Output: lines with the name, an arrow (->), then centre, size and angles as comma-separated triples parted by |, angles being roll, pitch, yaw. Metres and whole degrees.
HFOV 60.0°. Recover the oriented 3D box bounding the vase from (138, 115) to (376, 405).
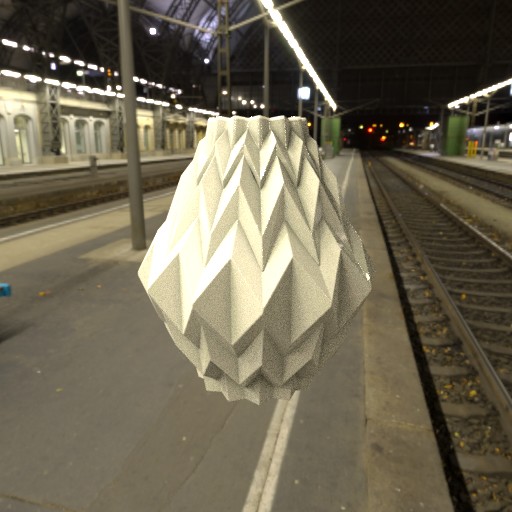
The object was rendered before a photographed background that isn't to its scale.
vase -> 0.000, 0.000, 0.311 | 0.164, 0.185, 0.164 | 0, 14, 0
